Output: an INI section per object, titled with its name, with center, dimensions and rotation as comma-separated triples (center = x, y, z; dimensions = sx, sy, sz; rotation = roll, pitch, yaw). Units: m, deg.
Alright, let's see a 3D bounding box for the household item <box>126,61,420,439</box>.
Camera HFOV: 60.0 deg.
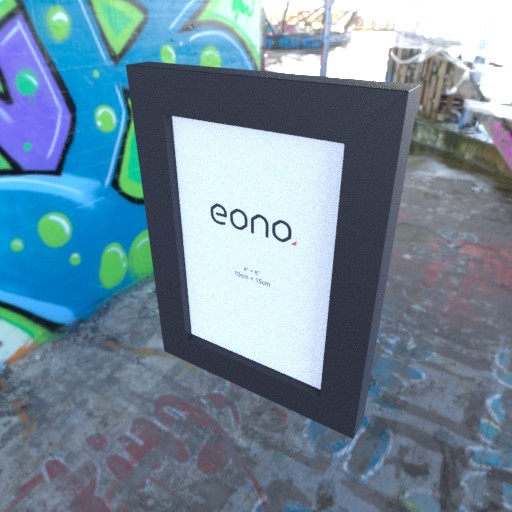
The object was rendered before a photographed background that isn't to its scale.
[household item]
center = 0.000, 0.000, 0.230
dimensions = 0.133, 0.178, 0.022
rotation = 17, 34, 27
